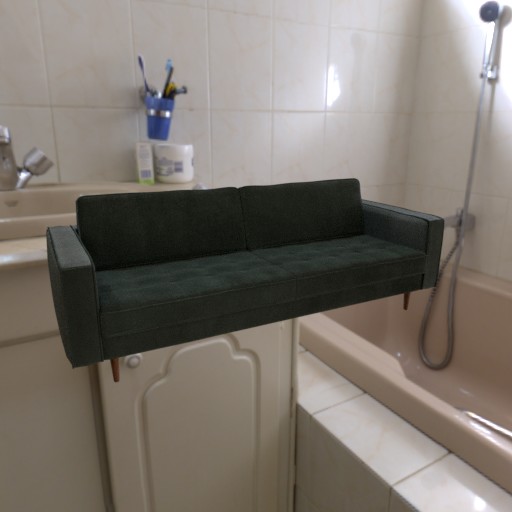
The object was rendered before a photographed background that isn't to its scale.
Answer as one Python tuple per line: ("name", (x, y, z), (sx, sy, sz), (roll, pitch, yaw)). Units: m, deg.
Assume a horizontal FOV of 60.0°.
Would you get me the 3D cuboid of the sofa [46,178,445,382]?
("sofa", (0.000, 0.000, 2.626), (2.214, 0.781, 0.886), (-8, 18, -26))
